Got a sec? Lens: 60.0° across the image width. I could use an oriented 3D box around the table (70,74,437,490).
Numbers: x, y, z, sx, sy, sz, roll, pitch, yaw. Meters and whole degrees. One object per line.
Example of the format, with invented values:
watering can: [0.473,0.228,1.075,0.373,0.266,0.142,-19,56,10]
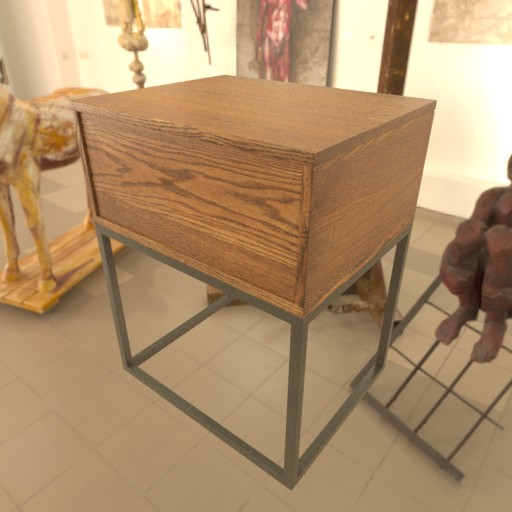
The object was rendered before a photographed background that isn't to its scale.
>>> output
table: [0.000,0.000,0.900,0.482,0.610,0.400,22,36,33]
